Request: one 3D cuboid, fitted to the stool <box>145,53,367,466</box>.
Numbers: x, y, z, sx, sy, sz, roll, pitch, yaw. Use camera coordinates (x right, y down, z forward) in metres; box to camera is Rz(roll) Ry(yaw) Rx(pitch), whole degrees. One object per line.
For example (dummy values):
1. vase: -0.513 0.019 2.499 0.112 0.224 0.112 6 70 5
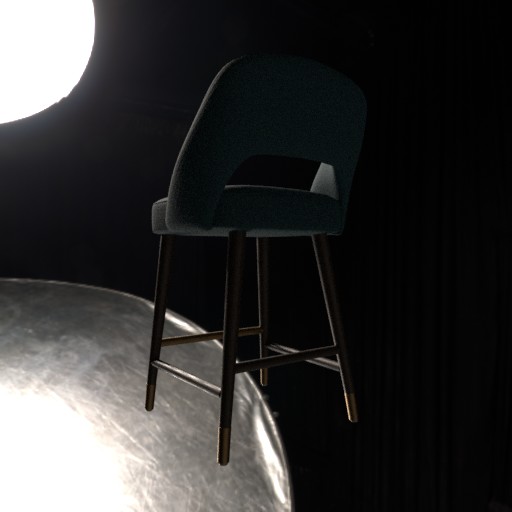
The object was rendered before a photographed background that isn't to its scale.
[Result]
1. stool: 0.000 0.000 1.264 0.536 0.939 0.522 0 1 -36
